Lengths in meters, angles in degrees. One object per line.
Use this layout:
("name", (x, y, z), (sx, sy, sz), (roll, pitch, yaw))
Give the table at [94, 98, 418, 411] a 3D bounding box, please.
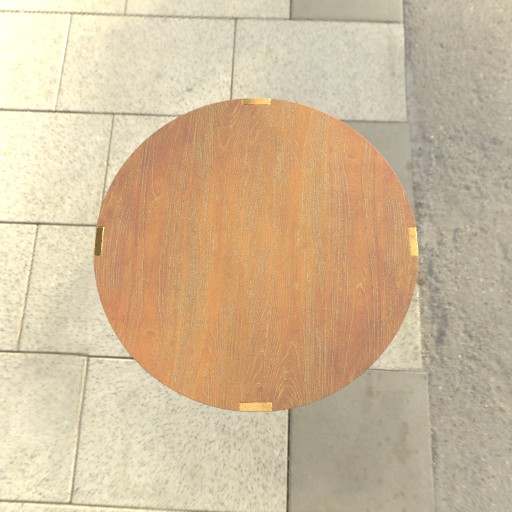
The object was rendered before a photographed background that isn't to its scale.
("table", (0.000, 0.000, 1.714), (1.100, 0.420, 1.100), (0, 76, 0))
